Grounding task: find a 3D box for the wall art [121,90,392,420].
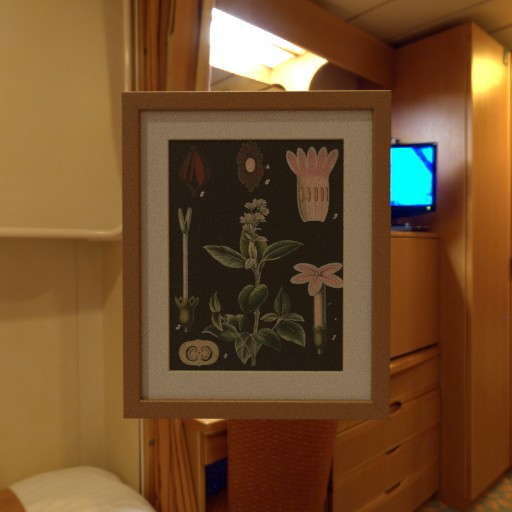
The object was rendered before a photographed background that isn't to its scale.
[{"bbox_3d":[0.000,0.000,0.517,0.310,0.379,0.015,0,1,1],"label":"wall art"}]
